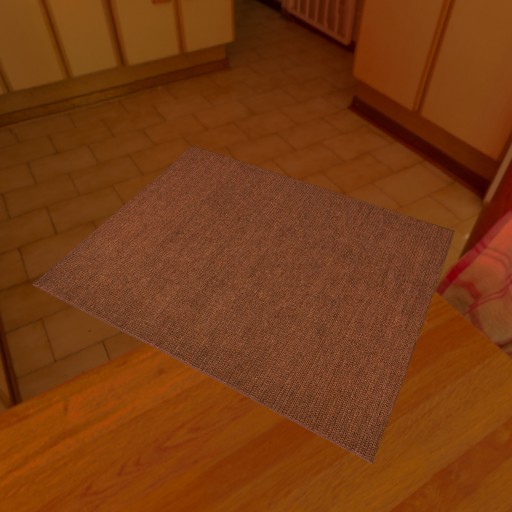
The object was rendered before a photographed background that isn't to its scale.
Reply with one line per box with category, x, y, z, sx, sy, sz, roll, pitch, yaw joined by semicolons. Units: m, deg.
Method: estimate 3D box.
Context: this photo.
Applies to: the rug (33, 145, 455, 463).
rug;0.000;0.000;4.058;3.068;0.021;2.456;22;51;19
